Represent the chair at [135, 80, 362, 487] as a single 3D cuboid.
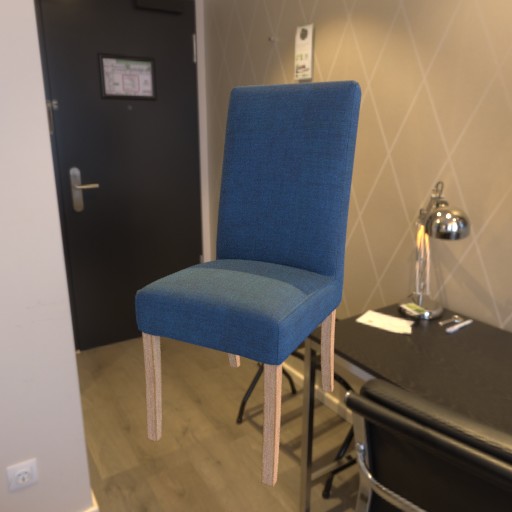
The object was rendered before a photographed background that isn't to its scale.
[{"bbox_3d":[0.000,0.000,1.344,0.450,1.029,0.610,8,17,26],"label":"chair"}]
